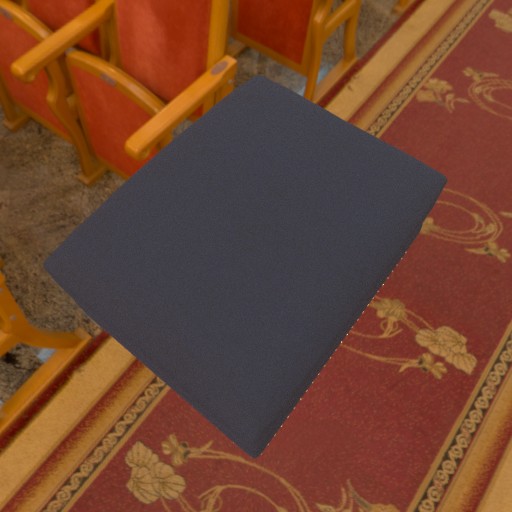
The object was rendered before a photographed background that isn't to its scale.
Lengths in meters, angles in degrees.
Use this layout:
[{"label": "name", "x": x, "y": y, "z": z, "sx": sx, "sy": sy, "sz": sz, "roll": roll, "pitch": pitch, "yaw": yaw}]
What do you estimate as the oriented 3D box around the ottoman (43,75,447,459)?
[{"label": "ottoman", "x": 0.000, "y": 0.000, "z": 1.125, "sx": 0.584, "sy": 0.513, "sz": 0.741, "roll": 35, "pitch": 68, "yaw": 17}]
